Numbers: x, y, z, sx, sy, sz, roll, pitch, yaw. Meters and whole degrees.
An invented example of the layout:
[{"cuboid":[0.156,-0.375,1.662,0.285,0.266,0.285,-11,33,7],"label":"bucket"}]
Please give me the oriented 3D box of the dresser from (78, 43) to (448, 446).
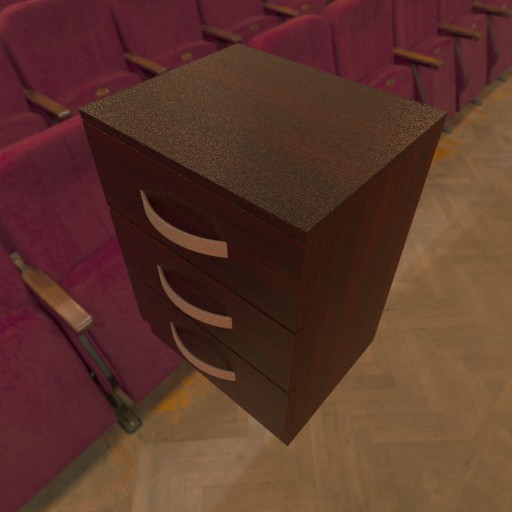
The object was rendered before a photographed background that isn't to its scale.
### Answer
[{"cuboid":[0.000,0.000,0.815,0.400,0.560,0.360,32,53,28],"label":"dresser"}]
